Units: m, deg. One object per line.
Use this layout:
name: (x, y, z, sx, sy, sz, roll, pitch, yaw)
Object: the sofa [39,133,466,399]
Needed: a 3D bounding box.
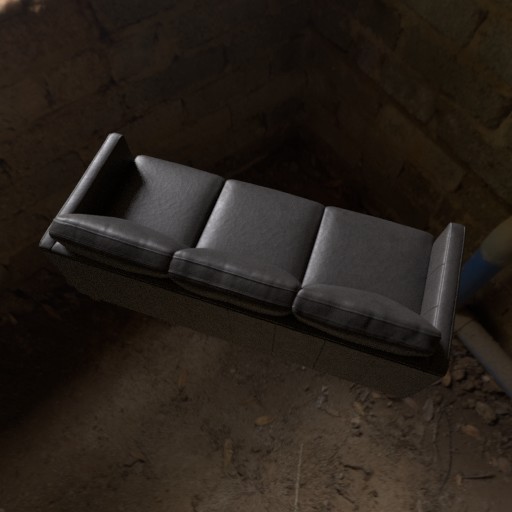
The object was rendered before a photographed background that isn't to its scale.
sofa: (0.000, 0.000, 2.990, 2.464, 1.006, 1.045, 16, 63, 9)
